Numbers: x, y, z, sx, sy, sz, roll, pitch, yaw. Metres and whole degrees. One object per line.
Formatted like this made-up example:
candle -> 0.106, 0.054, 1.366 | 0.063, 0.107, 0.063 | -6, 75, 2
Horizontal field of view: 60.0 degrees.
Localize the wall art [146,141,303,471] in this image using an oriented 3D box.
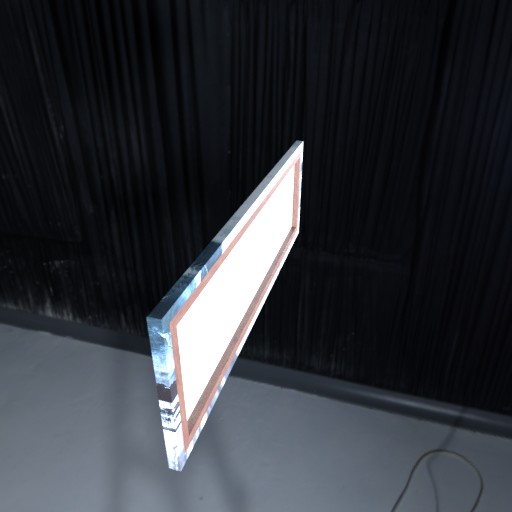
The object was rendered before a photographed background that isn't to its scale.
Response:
wall art -> 0.000, 0.000, 1.709 | 0.037, 0.509, 1.524 | 8, 30, 15
